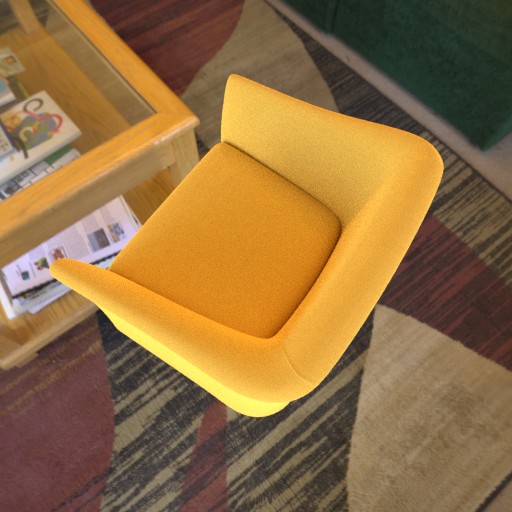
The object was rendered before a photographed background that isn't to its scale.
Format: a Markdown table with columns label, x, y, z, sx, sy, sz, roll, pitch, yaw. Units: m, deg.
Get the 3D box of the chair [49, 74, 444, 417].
| label | x | y | z | sx | sy | sz | roll | pitch | yaw |
| --- | --- | --- | --- | --- | --- | --- | --- | --- | --- |
| chair | 0.000 | 0.000 | 1.311 | 0.700 | 0.720 | 0.790 | 31 | 68 | 14 |
